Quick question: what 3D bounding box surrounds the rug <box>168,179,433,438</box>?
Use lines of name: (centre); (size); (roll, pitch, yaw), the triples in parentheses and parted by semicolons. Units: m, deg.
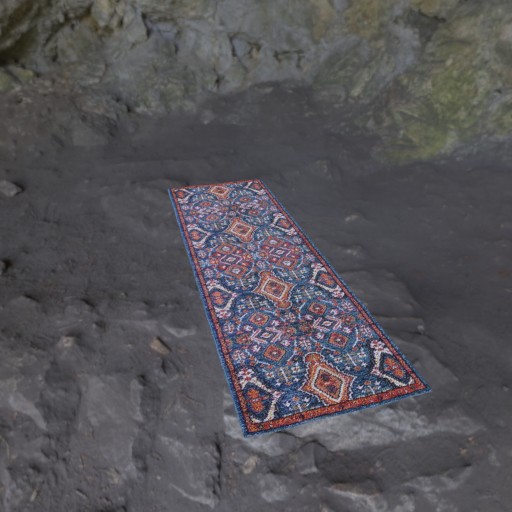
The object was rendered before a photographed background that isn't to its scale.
rug: (0.000, 0.000, 2.715); (0.801, 0.010, 2.459); (-8, 32, -14)
